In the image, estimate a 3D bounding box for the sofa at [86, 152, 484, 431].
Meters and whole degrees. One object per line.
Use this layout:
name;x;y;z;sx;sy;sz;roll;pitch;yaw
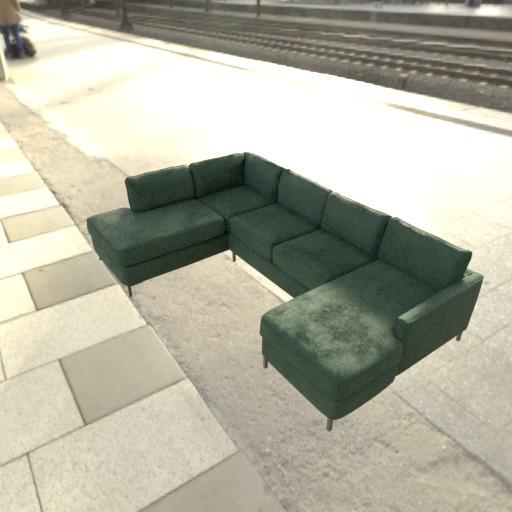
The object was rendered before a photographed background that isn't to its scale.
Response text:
sofa;0.000;0.000;3.809;1.992;0.861;2.994;-21;37;-30
